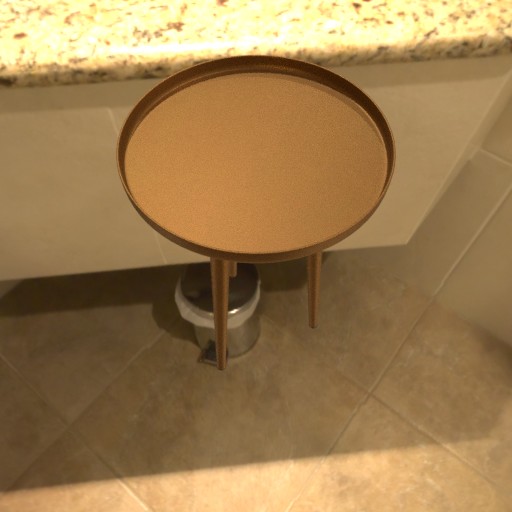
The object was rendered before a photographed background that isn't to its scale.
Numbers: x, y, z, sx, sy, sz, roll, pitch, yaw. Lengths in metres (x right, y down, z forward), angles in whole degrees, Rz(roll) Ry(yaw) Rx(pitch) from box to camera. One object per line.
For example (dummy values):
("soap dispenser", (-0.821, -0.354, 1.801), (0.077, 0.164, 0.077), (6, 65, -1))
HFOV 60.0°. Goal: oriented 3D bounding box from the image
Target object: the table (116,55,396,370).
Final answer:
("table", (0.000, 0.000, 0.683), (0.299, 0.480, 0.299), (2, 58, 1))
